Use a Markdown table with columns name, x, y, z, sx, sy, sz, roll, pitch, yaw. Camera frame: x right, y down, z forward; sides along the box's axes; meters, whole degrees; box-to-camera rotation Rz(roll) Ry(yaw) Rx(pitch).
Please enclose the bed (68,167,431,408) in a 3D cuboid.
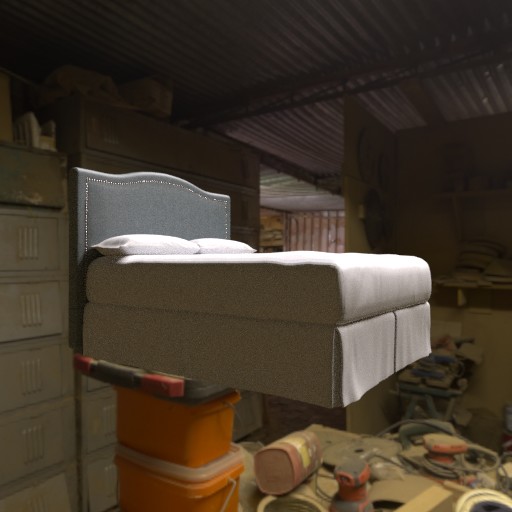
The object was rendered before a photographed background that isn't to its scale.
| name | x | y | z | sx | sy | sz | roll | pitch | yaw |
| --- | --- | --- | --- | --- | --- | --- | --- | --- | --- |
| bed | 0.000 | 0.000 | 3.311 | 2.143 | 1.460 | 1.753 | 0 | -1 | 36 |
